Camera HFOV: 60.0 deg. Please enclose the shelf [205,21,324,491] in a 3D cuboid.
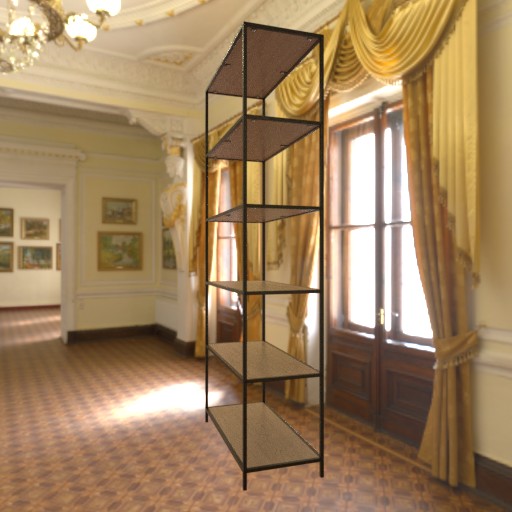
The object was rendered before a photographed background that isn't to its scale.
[{"bbox_3d":[0.000,0.000,2.166,0.350,1.850,0.770,0,0,-18],"label":"shelf"}]
